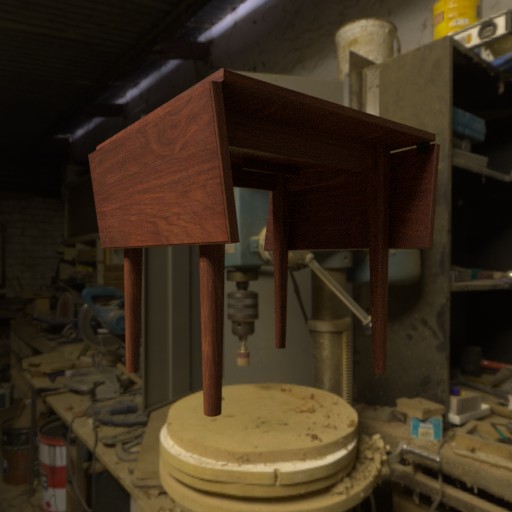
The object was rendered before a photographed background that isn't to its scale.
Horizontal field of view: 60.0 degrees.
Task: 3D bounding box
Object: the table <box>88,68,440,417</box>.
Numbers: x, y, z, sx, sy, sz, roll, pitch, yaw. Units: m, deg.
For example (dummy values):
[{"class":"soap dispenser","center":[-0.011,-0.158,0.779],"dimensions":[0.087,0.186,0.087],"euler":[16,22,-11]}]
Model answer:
[{"class":"table","center":[0.000,0.000,1.460],"dimensions":[0.843,0.763,0.812],"euler":[0,0,-37]}]
